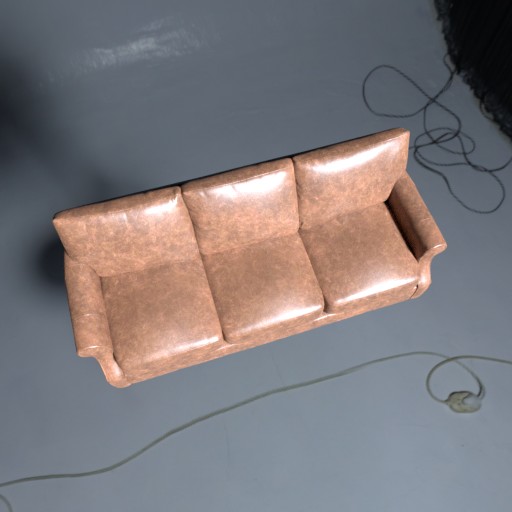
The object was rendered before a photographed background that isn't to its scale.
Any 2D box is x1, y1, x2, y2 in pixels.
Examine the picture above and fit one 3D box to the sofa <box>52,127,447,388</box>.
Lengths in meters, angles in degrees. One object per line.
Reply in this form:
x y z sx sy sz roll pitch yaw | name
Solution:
0.000 0.000 2.885 2.351 0.977 0.973 -16 64 -8 | sofa
